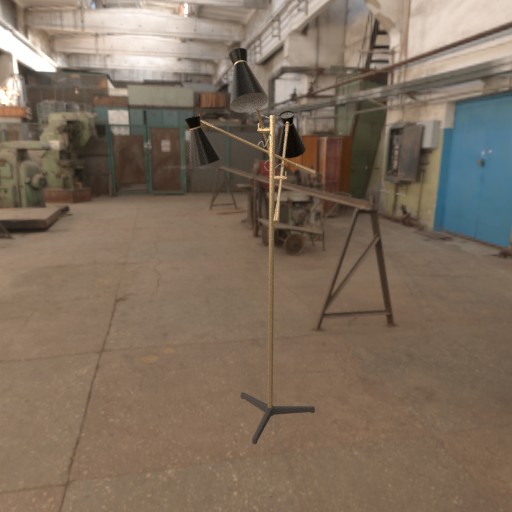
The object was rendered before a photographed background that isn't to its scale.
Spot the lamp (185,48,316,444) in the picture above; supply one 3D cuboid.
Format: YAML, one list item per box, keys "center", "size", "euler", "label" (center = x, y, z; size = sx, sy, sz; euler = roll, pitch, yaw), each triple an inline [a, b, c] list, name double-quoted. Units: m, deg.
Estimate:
- center: [0.000, 0.000, 2.207]
  size: [0.653, 1.804, 0.750]
  euler: [-2, 14, -9]
  label: "lamp"
